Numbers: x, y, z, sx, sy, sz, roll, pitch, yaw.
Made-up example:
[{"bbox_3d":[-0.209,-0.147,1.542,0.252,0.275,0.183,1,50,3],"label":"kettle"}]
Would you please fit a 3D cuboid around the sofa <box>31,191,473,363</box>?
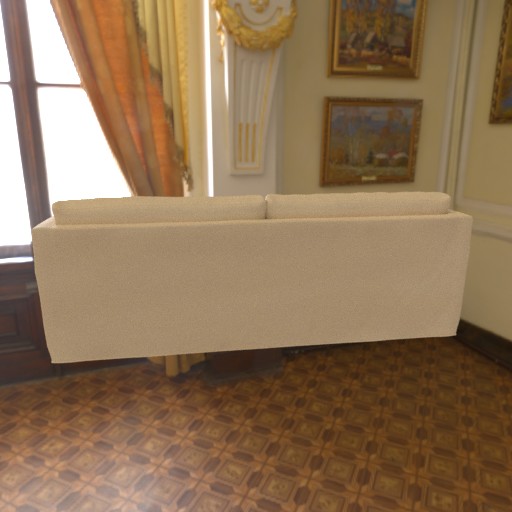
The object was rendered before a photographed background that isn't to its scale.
[{"bbox_3d":[0.000,0.000,3.275,2.779,0.999,1.036,-2,15,-8],"label":"sofa"}]
